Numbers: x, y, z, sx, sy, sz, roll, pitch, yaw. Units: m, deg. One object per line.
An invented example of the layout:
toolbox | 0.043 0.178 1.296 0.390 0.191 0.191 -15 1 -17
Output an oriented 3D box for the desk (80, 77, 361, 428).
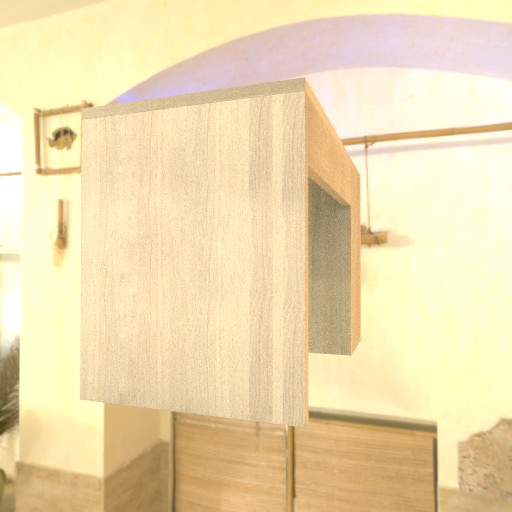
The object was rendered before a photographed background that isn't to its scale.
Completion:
desk | 0.000 0.000 1.541 0.600 0.731 1.100 0 -1 19
